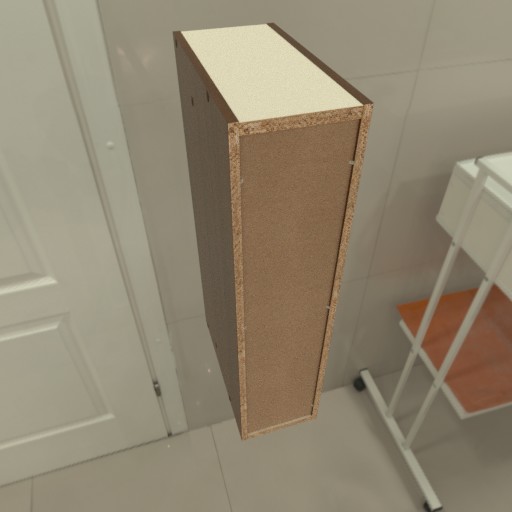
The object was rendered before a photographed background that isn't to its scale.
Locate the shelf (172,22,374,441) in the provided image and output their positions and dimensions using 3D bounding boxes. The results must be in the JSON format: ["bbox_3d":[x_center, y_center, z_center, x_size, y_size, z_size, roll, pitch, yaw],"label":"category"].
[{"bbox_3d":[0.000,0.000,0.708,0.147,0.600,0.290,-12,43,-13],"label":"shelf"}]
